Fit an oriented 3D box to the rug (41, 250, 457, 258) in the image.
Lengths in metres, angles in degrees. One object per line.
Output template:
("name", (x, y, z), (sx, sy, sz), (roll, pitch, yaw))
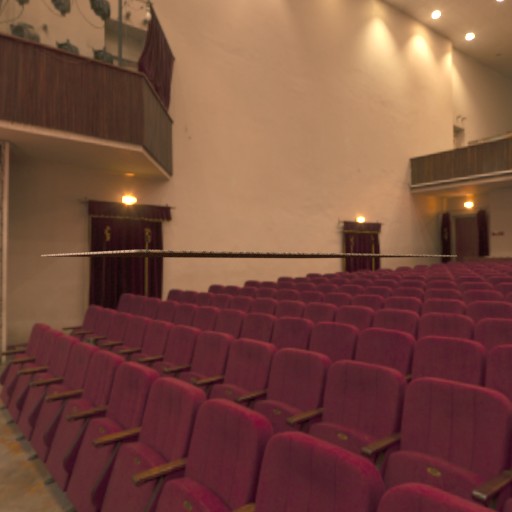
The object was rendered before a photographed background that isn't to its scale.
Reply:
("rug", (0.000, 0.000, 2.334), (1.824, 0.008, 1.220), (1, -1, -38))
